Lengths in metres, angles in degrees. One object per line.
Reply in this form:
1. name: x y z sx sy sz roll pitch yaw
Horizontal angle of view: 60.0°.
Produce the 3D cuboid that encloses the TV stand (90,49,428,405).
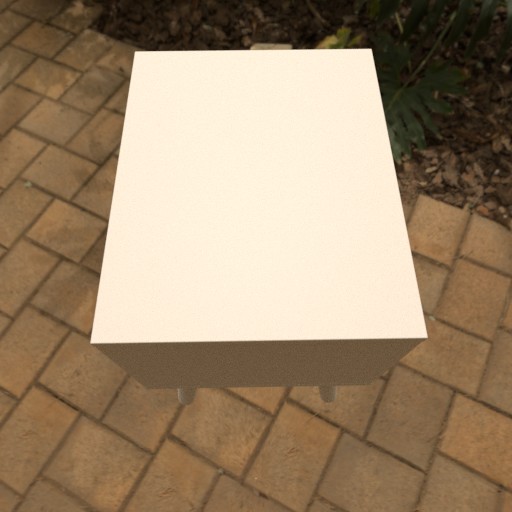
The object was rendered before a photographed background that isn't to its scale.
1. TV stand: 0.000 0.000 0.894 0.405 0.559 0.508 -1 63 0
